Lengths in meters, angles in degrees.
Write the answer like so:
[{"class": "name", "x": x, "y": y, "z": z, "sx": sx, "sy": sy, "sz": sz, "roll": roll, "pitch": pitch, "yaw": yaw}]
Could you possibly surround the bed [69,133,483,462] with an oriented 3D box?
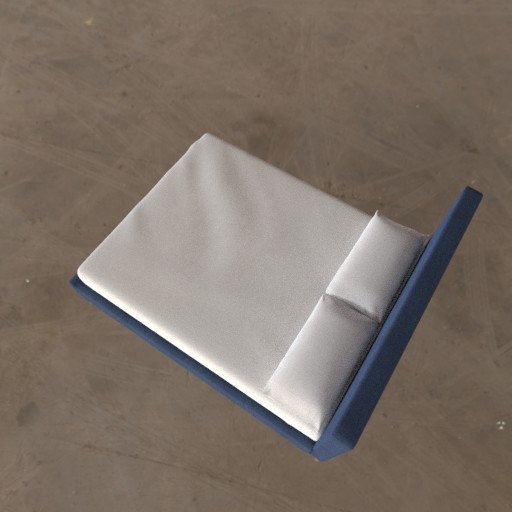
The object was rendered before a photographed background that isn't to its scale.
[{"class": "bed", "x": 0.000, "y": 0.000, "z": 3.131, "sx": 2.172, "sy": 1.231, "sz": 1.723, "roll": 30, "pitch": 66, "yaw": 15}]
